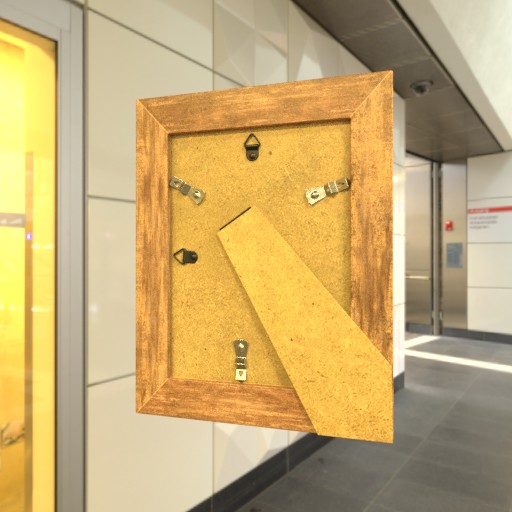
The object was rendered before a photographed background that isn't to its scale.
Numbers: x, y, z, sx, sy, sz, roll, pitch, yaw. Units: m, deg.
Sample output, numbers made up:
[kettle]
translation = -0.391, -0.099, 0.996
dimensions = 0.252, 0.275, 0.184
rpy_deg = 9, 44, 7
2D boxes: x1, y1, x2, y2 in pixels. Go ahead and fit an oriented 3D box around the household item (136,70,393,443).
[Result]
[household item]
translation = 0.000, 0.000, 0.315
dimensions = 0.186, 0.237, 0.018
rpy_deg = 0, 0, 17
